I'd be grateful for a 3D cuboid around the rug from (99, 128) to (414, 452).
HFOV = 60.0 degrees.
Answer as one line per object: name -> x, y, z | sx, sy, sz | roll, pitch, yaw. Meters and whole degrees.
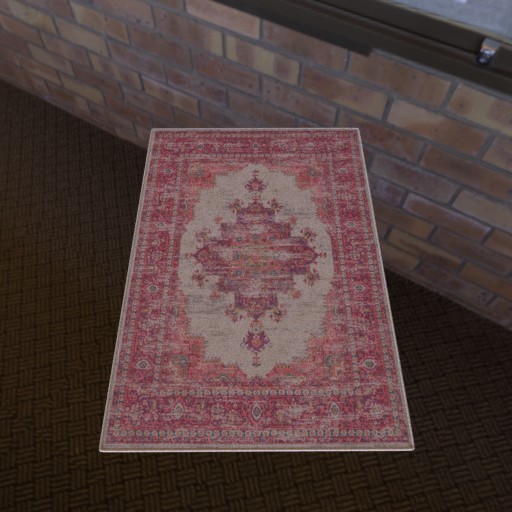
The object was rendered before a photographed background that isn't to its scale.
rug -> 0.000, 0.000, 3.543 | 2.005, 0.014, 2.878 | 0, 59, 0
